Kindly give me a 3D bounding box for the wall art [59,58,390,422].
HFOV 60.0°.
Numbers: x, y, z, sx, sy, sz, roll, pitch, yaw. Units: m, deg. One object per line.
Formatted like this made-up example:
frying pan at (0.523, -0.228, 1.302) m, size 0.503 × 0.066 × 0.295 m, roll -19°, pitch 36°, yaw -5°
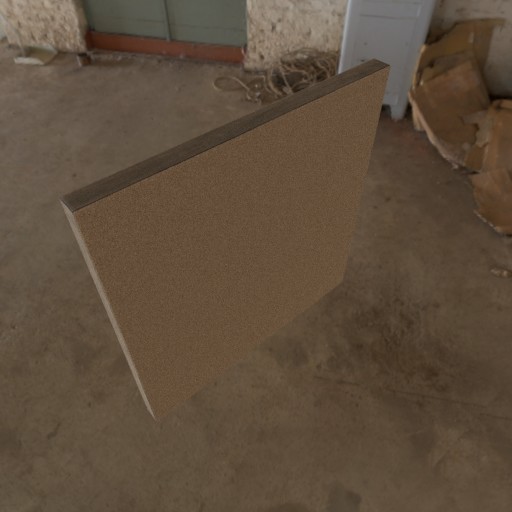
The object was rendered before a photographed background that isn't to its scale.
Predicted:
wall art at (0.000, 0.000, 1.100) m, size 0.749 × 0.751 × 0.050 m, roll -32°, pitch 55°, yaw -27°
